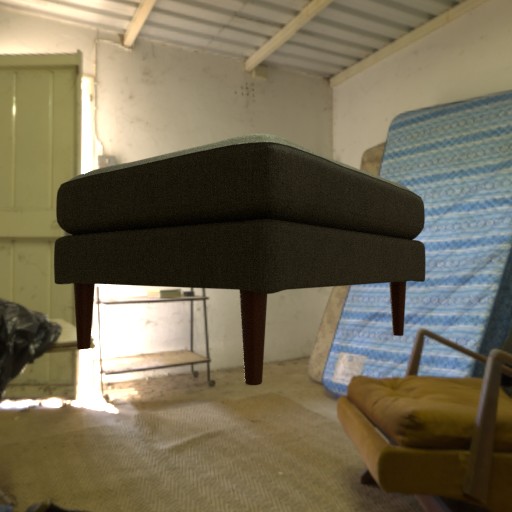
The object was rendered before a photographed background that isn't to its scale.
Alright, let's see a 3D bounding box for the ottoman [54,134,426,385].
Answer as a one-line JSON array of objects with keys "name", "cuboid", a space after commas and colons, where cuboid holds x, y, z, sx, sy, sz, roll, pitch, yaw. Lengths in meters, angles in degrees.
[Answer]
[{"name": "ottoman", "cuboid": [0.000, 0.000, 1.240, 0.693, 0.474, 0.821, -1, -2, 38]}]
